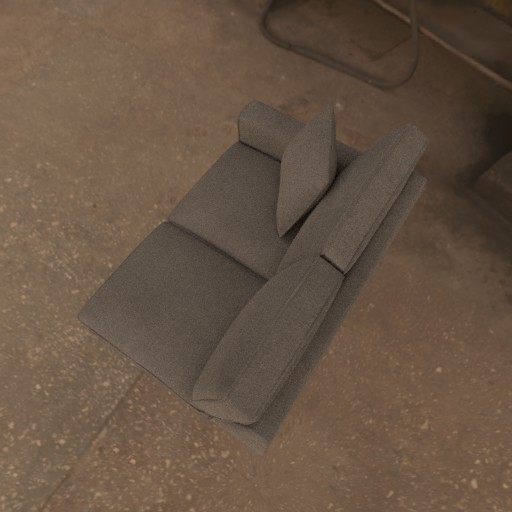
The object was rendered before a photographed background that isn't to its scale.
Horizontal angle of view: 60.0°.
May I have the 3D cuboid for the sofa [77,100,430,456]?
[{"bbox_3d":[0.000,0.000,2.036,0.991,0.989,1.388,31,67,15],"label":"sofa"}]
